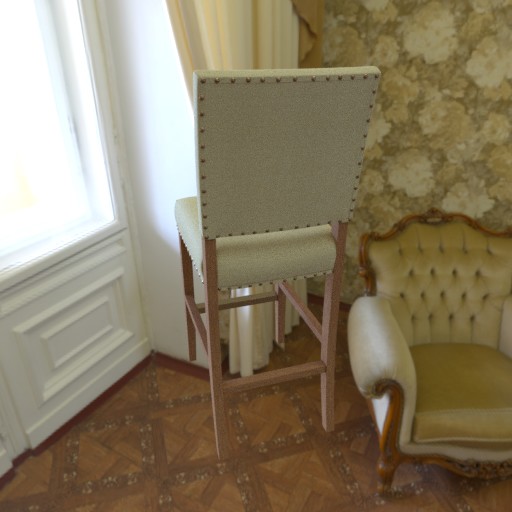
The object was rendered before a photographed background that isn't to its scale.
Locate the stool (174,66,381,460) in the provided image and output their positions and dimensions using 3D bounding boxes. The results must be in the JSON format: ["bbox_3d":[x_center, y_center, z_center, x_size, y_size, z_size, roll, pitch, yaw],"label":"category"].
[{"bbox_3d":[0.000,0.000,1.456,0.445,1.168,0.584,-8,28,-16],"label":"stool"}]
